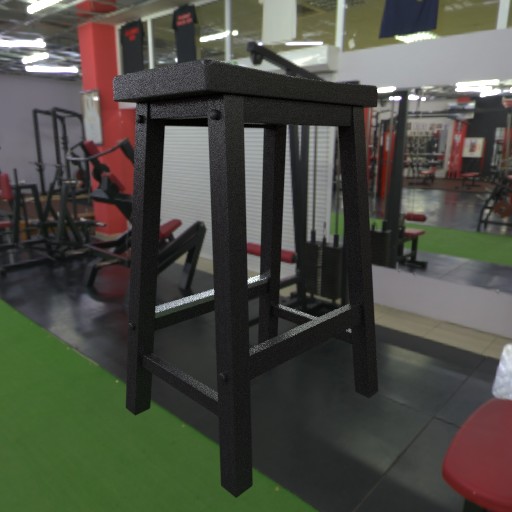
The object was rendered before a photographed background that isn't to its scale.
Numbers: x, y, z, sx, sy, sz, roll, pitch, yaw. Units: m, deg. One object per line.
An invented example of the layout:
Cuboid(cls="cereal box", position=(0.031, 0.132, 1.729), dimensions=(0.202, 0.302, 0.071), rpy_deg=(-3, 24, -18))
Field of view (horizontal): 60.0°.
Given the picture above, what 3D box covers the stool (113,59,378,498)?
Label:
Cuboid(cls="stool", position=(0.000, 0.000, 0.826), dimensions=(0.322, 0.610, 0.406), rpy_deg=(14, 20, 43))
